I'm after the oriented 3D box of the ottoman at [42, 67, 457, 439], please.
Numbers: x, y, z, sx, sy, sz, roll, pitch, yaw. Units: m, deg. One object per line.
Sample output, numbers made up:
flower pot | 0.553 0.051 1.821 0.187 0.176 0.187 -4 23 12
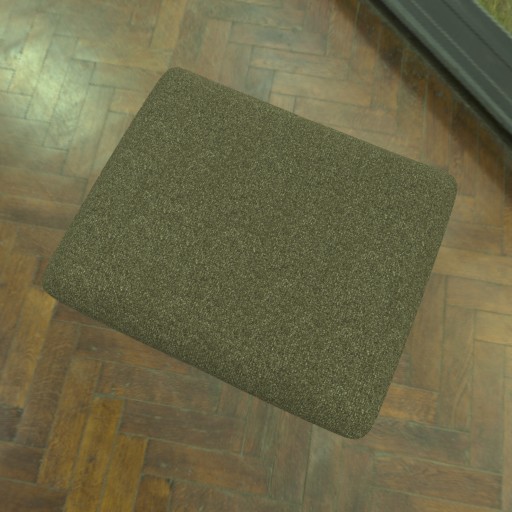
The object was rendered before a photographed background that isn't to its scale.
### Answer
ottoman | 0.000 0.000 1.093 0.742 0.476 0.598 24 76 6
